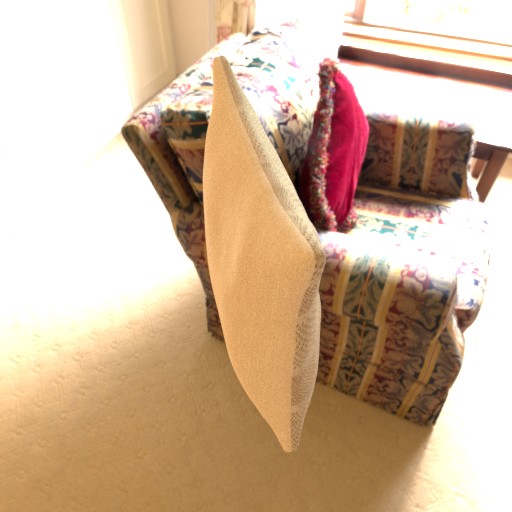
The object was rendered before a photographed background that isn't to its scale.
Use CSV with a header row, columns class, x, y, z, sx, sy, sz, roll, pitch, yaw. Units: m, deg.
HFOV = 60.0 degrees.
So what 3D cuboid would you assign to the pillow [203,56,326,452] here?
class,x,y,z,sx,sy,sz,roll,pitch,yaw
pillow,0.000,0.000,0.671,0.138,0.432,0.436,-10,47,-10
